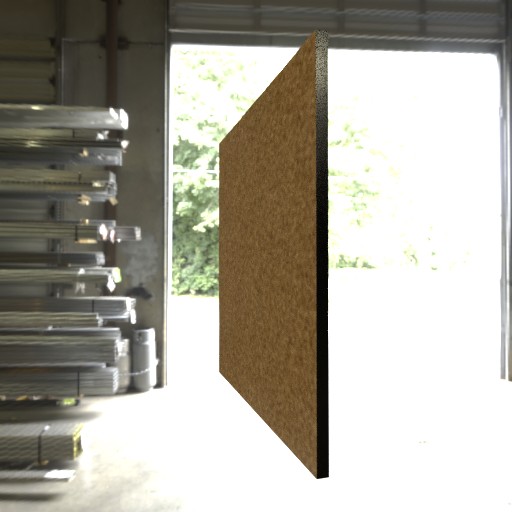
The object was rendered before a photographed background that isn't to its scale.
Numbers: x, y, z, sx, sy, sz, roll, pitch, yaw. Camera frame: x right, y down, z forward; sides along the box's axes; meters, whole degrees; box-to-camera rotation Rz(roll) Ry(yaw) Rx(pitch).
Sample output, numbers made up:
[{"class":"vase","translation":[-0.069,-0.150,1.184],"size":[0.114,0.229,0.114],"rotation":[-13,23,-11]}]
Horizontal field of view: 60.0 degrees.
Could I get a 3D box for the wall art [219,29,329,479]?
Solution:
[{"class":"wall art","translation":[0.000,0.000,0.652],"size":[0.014,0.445,0.446],"rotation":[0,-1,-17]}]
